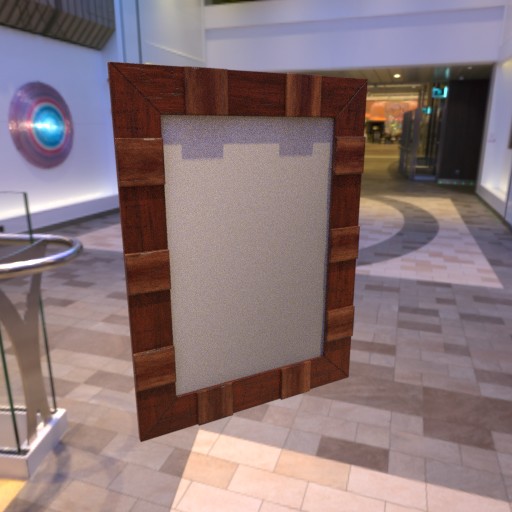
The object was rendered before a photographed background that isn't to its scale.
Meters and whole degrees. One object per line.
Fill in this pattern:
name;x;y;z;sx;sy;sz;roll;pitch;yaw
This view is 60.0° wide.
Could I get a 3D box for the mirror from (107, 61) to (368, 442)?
mirror;0.000;0.000;1.041;0.600;0.805;0.021;-8;18;-26
